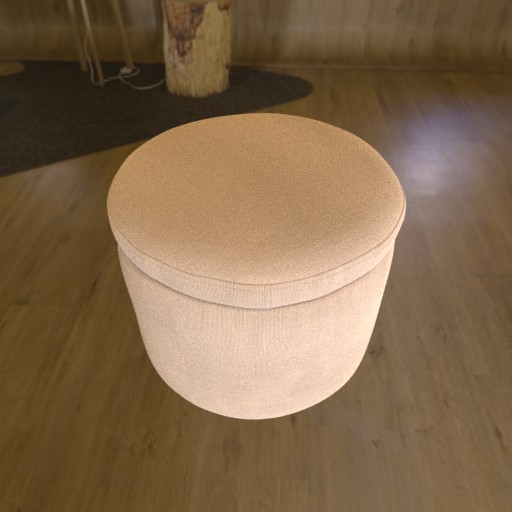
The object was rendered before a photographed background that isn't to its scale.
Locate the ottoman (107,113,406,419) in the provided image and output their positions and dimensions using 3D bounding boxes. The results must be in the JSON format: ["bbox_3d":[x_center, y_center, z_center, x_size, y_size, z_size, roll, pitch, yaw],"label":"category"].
[{"bbox_3d":[0.000,0.000,0.864,0.497,0.409,0.497,0,42,0],"label":"ottoman"}]
